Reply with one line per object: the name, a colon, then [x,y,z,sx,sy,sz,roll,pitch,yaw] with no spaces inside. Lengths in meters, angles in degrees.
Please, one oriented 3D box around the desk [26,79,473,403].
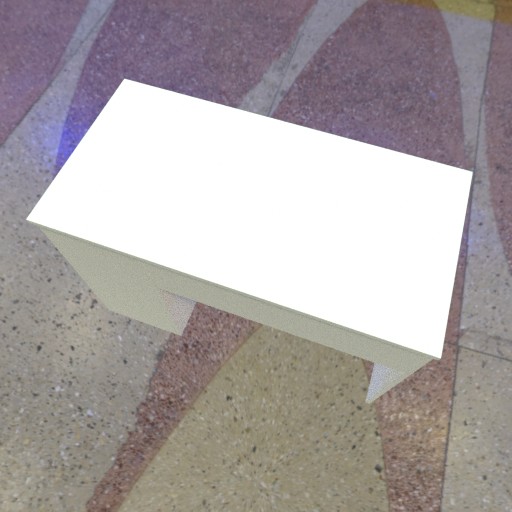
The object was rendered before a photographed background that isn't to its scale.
desk: [0.000,0.000,1.534,1.096,0.730,0.560,18,64,9]
